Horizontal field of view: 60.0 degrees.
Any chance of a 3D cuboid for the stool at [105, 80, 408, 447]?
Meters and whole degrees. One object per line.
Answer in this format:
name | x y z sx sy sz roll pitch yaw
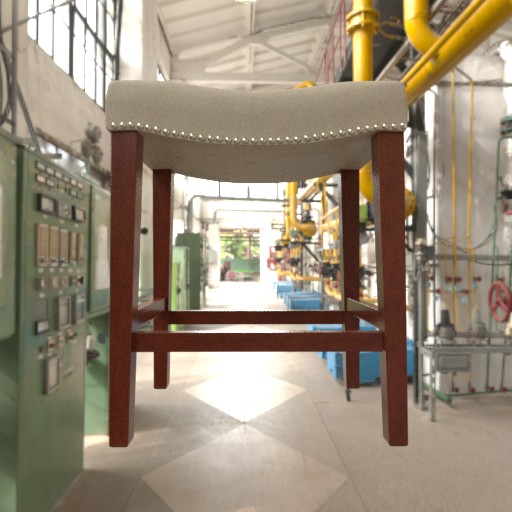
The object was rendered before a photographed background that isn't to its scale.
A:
stool | 0.000 0.000 0.913 0.509 0.632 0.375 0 -1 0
